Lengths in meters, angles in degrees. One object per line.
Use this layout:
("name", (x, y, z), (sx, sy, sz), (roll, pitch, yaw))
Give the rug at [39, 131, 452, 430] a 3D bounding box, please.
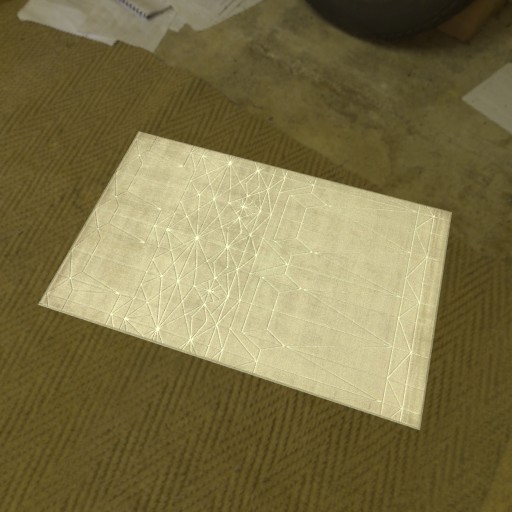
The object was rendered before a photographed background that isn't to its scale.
("rug", (0.000, 0.000, 2.998), (2.438, 0.012, 1.524), (16, 64, 8))
